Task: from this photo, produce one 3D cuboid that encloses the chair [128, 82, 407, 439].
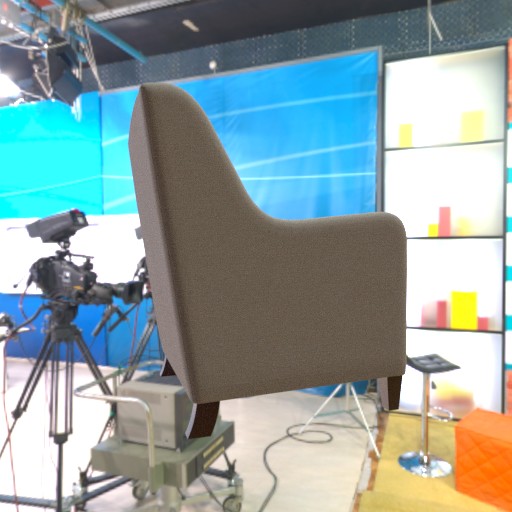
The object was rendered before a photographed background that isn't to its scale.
[{"bbox_3d":[0.000,0.000,1.662,0.896,1.017,0.715,0,1,-19],"label":"chair"}]
